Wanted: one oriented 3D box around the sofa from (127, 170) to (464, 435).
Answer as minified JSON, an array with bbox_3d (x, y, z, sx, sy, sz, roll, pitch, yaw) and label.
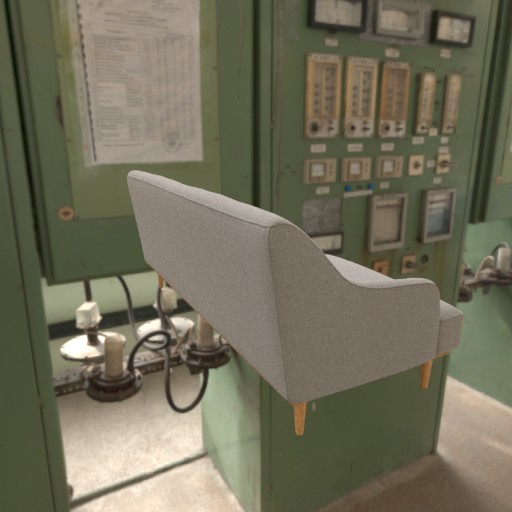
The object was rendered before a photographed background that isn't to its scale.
[{"bbox_3d":[0.000,0.000,2.521,0.978,0.871,2.057,-8,18,-27],"label":"sofa"}]
